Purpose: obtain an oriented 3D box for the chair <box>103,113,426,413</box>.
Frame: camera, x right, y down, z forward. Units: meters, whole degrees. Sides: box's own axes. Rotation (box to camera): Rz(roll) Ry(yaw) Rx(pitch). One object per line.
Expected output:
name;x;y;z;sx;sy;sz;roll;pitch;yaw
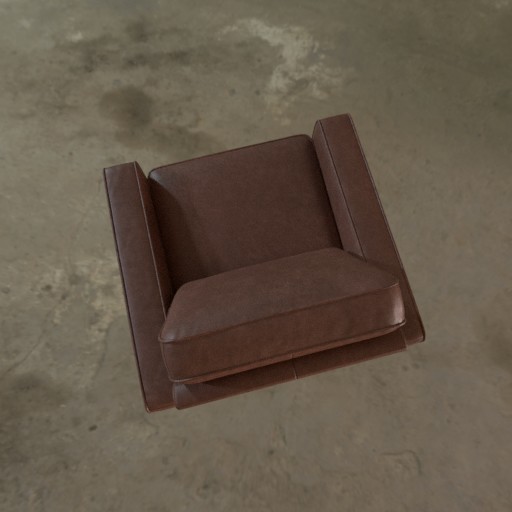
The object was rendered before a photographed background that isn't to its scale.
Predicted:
chair;0.000;0.000;1.710;1.017;0.919;0.940;-14;76;-4
